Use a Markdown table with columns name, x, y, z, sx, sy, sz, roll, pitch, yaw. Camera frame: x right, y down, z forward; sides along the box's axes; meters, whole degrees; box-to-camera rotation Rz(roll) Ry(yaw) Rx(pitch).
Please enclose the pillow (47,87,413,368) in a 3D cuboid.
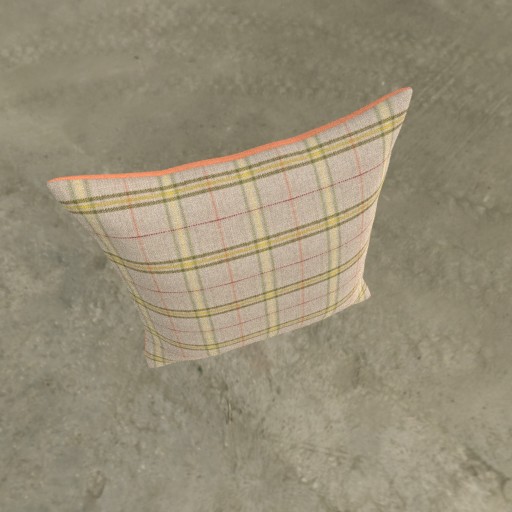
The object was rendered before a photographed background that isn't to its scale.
| name | x | y | z | sx | sy | sz | roll | pitch | yaw |
| --- | --- | --- | --- | --- | --- | --- | --- | --- | --- |
| pillow | 0.000 | 0.000 | 0.688 | 0.453 | 0.430 | 0.200 | -17 | 64 | -8 |
